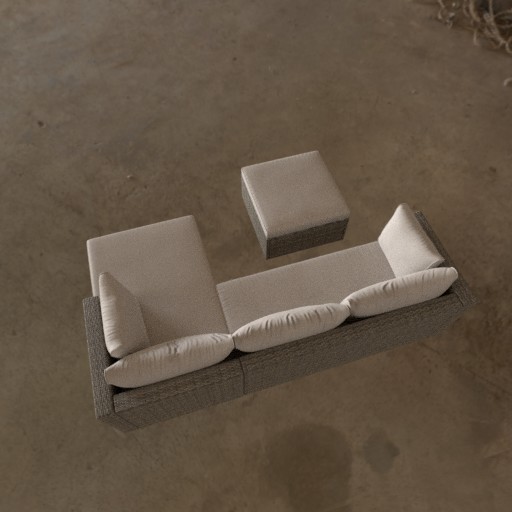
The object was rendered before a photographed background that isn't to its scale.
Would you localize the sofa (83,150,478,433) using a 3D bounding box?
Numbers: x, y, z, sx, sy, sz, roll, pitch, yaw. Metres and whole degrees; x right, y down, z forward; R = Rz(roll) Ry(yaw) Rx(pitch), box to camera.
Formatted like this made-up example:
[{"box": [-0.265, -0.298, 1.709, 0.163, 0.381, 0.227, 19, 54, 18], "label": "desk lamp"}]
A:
[{"box": [0.000, 0.000, 3.014, 2.192, 0.766, 1.662, -15, 59, -9], "label": "sofa"}]
